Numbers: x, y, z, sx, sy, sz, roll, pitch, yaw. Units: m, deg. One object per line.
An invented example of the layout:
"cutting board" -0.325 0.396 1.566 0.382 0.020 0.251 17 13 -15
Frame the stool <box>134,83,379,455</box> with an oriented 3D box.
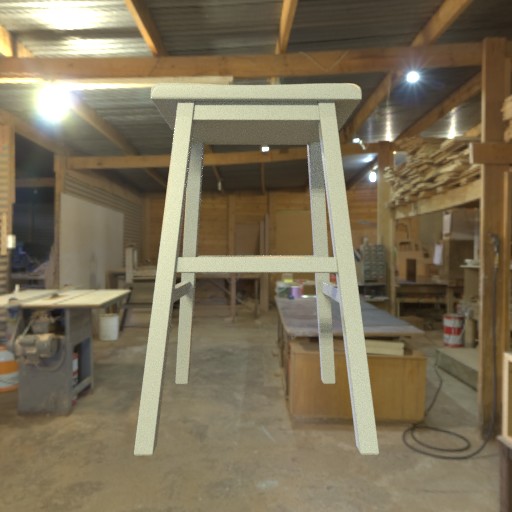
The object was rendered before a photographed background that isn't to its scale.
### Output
"stool" 0.000 0.000 1.060 0.457 0.737 0.476 0 1 0
